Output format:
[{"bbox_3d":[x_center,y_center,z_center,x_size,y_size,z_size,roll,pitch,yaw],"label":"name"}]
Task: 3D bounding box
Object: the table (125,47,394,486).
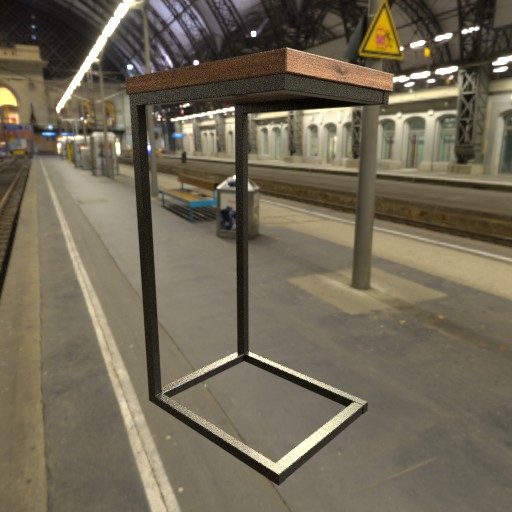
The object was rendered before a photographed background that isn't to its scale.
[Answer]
[{"bbox_3d":[0.000,0.000,0.945,0.414,0.718,0.323,13,19,41],"label":"table"}]
